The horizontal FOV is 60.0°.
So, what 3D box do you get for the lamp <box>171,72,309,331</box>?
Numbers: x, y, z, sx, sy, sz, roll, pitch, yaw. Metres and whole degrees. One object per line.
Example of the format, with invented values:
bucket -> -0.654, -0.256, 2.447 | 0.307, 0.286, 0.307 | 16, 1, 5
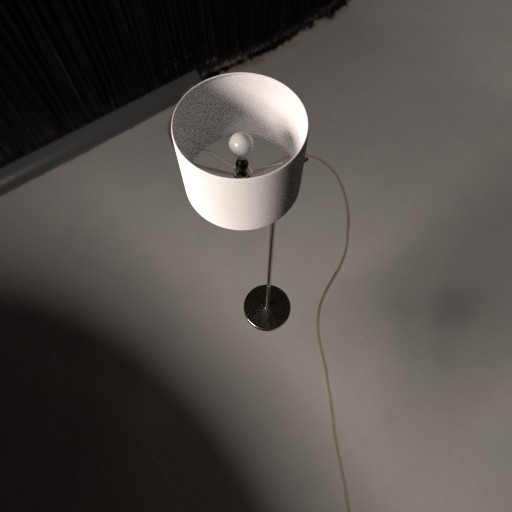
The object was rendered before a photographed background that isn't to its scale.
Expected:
lamp -> 0.000, 0.000, 1.774 | 0.416, 1.600, 0.324 | -34, 69, -15
